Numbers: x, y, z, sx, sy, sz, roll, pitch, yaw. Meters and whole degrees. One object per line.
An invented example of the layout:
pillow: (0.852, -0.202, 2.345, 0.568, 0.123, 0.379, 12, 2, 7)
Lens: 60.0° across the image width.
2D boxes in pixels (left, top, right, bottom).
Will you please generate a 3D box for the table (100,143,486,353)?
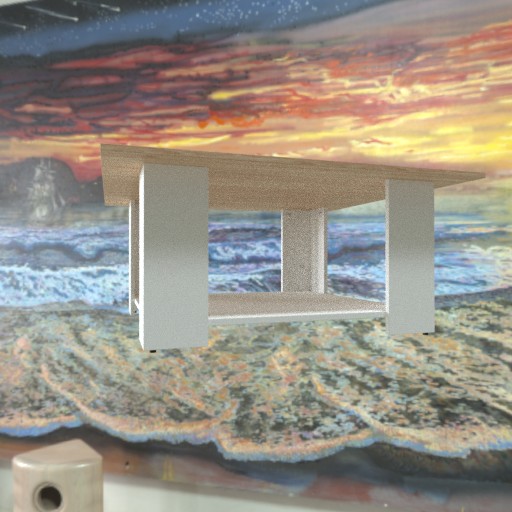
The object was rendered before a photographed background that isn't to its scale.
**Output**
table: (0.000, 0.000, 1.028, 0.670, 0.305, 0.670, 0, 0, -18)
